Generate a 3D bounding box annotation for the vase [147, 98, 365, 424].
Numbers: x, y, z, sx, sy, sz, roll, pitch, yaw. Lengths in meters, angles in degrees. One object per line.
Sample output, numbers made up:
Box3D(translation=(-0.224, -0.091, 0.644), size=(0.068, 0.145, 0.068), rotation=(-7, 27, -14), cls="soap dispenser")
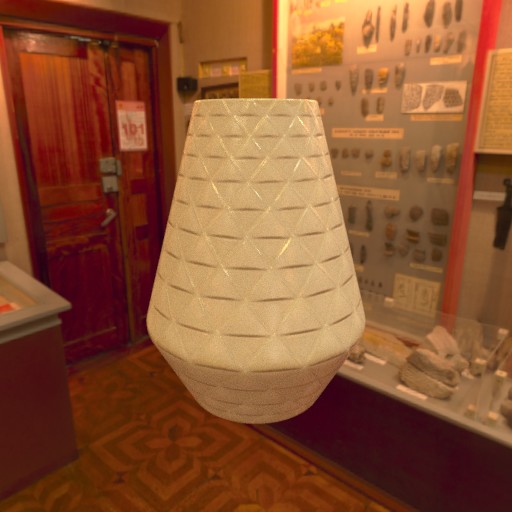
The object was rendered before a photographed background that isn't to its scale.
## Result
Box3D(translation=(0.000, 0.000, 0.350), size=(0.175, 0.230, 0.175), rotation=(0, 17, 0), cls="vase")
